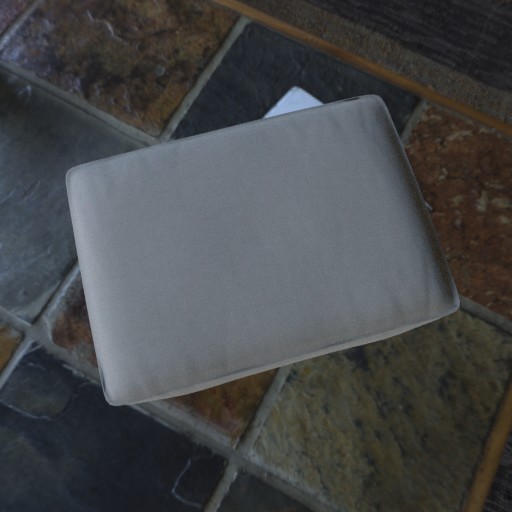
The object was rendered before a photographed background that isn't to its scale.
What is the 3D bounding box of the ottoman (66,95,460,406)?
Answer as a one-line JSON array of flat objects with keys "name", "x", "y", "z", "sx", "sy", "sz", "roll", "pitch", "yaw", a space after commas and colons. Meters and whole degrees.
[{"name": "ottoman", "x": 0.000, "y": 0.000, "z": 1.231, "sx": 0.848, "sy": 0.482, "sz": 0.611, "roll": -15, "pitch": 77, "yaw": -4}]
